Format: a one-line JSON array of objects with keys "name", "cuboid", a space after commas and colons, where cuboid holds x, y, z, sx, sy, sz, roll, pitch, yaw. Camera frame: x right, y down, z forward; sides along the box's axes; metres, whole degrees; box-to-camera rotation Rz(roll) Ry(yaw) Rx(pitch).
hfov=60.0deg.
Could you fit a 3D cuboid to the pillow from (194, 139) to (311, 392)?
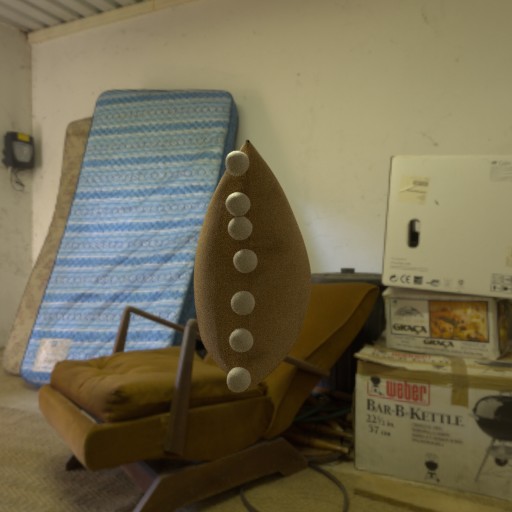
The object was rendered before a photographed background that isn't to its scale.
[{"name": "pillow", "cuboid": [0.000, 0.000, 0.854, 0.201, 0.322, 0.709, 0, 1, 1]}]
